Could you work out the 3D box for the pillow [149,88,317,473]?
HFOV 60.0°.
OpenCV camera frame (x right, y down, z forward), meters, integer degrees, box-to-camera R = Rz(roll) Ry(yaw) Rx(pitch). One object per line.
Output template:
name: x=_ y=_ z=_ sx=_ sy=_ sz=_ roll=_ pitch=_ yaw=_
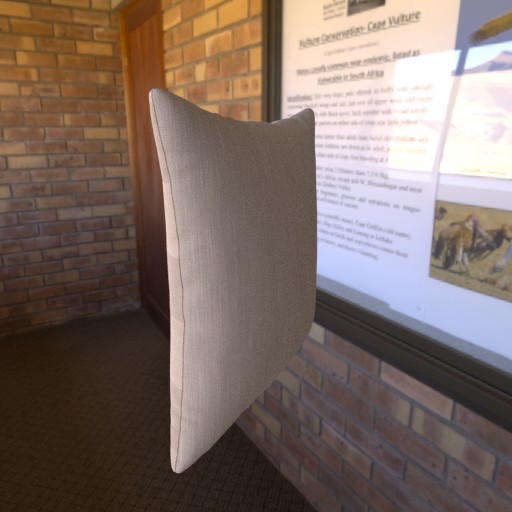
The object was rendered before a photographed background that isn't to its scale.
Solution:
pillow: x=0.000 y=0.000 z=0.770 sx=0.161 sy=0.509 sz=0.511 roll=8 pitch=17 yaw=25
